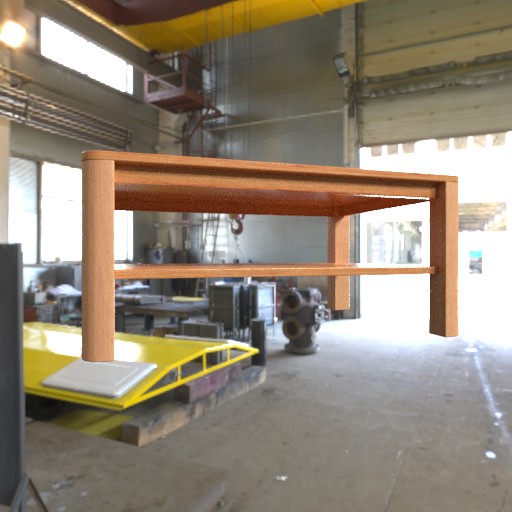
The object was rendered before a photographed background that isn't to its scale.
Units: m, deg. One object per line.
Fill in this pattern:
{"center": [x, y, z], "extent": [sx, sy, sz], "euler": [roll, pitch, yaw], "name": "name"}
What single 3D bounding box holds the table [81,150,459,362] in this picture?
{"center": [0.000, 0.000, 1.403], "extent": [0.997, 0.445, 0.696], "euler": [0, 0, -18], "name": "table"}
